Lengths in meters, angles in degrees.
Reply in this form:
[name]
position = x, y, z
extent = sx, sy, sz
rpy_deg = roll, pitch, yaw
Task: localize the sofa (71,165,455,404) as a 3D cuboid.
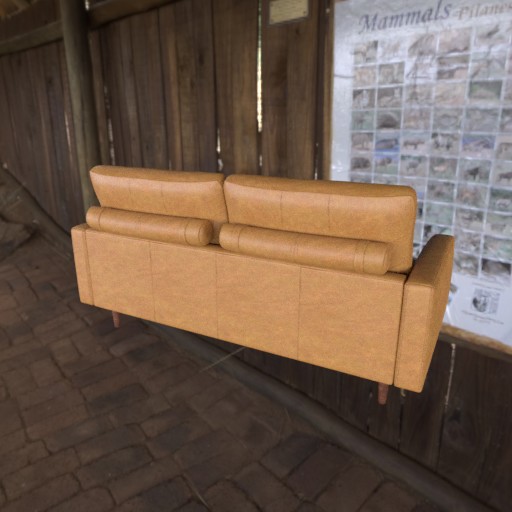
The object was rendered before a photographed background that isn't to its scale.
[sofa]
position = 0.000, 0.000, 2.274
extent = 1.821, 0.898, 0.850
rpy_deg = 9, 20, 27
